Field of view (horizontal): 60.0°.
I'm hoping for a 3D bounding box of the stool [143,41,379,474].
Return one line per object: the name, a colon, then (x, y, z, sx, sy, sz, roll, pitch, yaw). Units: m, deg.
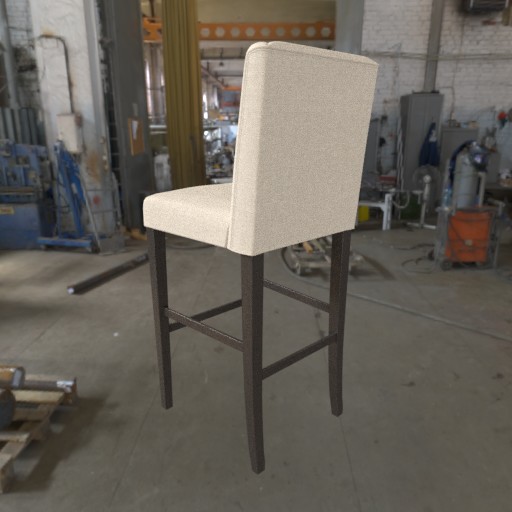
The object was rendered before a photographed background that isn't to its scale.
stool: (0.000, 0.000, 1.367, 0.474, 1.116, 0.509, -15, 22, -41)
